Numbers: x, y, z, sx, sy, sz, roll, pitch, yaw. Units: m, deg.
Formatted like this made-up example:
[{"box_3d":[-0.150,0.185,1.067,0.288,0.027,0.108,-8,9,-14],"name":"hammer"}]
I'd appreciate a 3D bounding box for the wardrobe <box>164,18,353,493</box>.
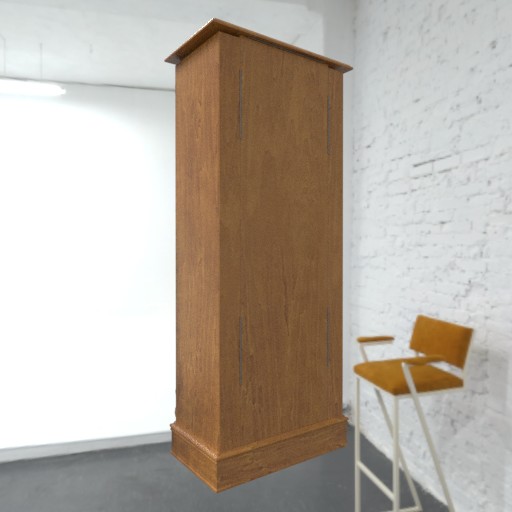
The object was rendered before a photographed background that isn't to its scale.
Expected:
[{"box_3d":[0.000,0.000,1.113,0.406,0.959,0.273,0,1,-36],"name":"wardrobe"}]
